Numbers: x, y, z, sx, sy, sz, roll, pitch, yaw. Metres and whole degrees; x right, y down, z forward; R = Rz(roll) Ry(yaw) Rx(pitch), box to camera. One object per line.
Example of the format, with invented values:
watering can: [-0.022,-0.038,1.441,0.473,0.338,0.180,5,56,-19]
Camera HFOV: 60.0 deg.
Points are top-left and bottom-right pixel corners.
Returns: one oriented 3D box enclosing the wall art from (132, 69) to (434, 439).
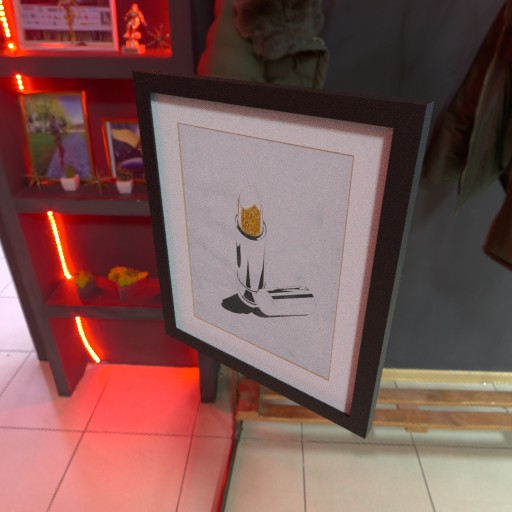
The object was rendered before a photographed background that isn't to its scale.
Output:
wall art: [0.000,0.000,0.519,0.330,0.381,0.019,19,35,30]
